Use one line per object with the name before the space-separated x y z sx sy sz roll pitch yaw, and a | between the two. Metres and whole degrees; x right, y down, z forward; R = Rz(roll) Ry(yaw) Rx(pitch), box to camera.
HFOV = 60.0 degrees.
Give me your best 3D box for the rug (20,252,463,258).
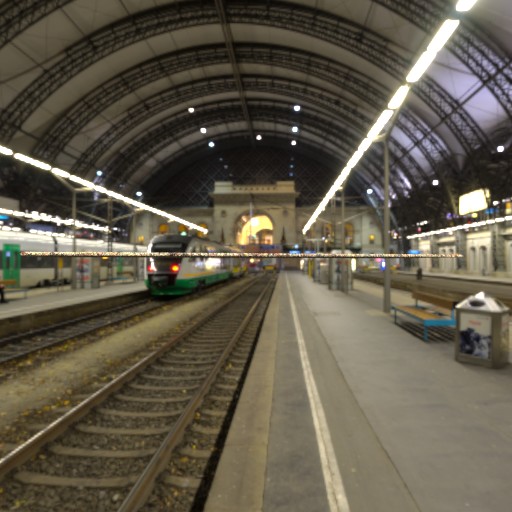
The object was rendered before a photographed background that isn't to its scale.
rug | 0.000 0.000 2.525 2.292 0.015 0.688 0 -1 -18
